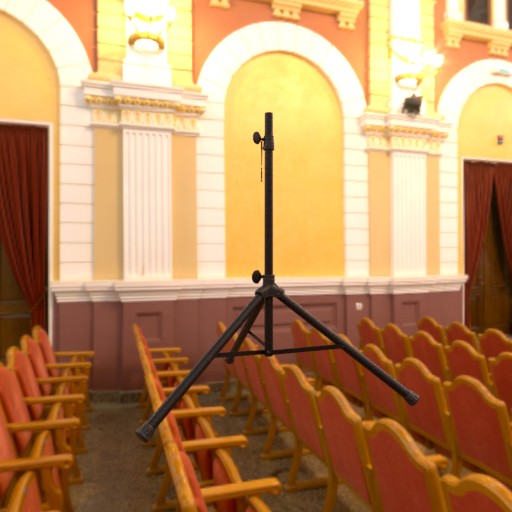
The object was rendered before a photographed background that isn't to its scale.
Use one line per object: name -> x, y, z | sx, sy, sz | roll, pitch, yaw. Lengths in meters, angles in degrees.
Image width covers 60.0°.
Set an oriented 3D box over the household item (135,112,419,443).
household item -> 0.000, 0.000, 1.910 | 1.045, 1.136, 0.907 | 0, 0, -18
